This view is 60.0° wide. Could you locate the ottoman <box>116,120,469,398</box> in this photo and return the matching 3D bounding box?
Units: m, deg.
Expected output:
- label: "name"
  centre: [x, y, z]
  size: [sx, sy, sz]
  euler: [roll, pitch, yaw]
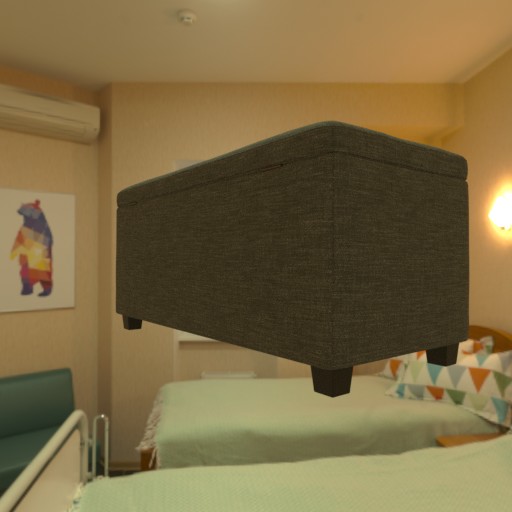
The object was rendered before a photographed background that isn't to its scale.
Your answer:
- label: "ottoman"
  centre: [0.000, 0.000, 1.105]
  size: [0.419, 0.432, 0.902]
  euler: [0, -1, -37]
